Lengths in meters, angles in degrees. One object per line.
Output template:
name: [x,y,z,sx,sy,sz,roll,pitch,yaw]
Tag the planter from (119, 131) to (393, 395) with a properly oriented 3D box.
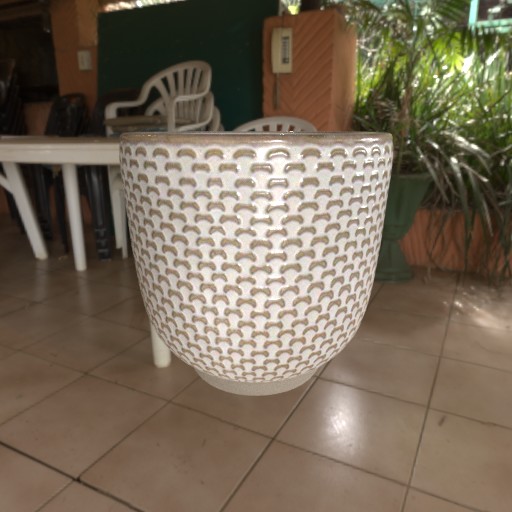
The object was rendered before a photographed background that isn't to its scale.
planter: [0.000,0.000,0.354,0.197,0.191,0.197,0,16,0]
